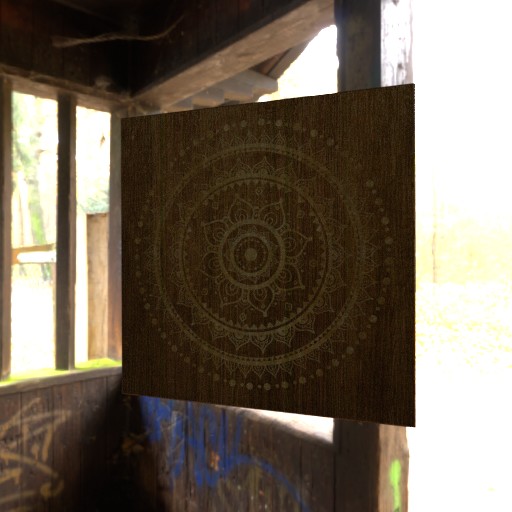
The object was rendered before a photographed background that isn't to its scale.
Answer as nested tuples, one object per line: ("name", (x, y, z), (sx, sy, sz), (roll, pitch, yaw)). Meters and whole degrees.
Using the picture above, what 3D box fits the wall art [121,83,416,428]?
("wall art", (0.000, 0.000, 0.598), (0.406, 0.403, 0.039), (0, 0, 19))
